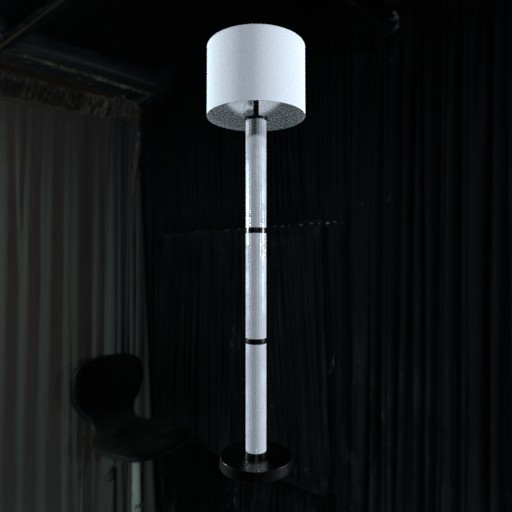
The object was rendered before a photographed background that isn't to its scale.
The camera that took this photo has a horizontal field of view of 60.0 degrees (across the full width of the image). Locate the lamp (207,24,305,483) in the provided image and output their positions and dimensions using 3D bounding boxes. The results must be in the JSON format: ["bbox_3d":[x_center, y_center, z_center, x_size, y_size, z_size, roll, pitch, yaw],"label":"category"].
[{"bbox_3d":[0.000,0.000,1.701,0.377,1.599,0.377,0,0,37],"label":"lamp"}]
